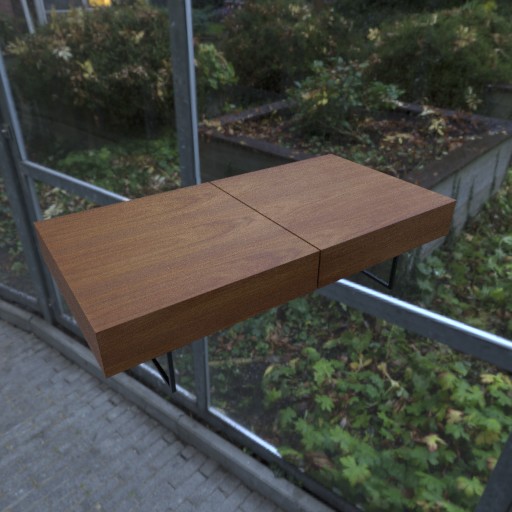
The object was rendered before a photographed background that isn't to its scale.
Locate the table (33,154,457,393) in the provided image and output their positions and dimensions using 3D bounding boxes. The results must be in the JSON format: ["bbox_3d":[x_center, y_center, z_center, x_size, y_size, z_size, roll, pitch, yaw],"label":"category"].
[{"bbox_3d":[0.000,0.000,1.480,1.194,0.330,0.610,-19,35,-29],"label":"table"}]
